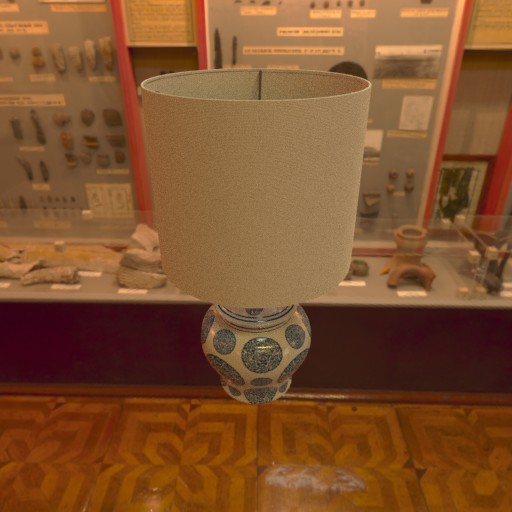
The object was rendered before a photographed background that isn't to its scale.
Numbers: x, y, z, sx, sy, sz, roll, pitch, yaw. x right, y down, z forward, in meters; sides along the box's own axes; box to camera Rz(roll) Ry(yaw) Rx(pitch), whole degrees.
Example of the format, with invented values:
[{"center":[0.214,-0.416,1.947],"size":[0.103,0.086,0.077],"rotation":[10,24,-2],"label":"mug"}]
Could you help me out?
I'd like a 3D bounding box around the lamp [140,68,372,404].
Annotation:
[{"center":[0.000,0.000,0.514],"size":[0.215,0.381,0.215],"rotation":[1,29,3],"label":"lamp"}]
